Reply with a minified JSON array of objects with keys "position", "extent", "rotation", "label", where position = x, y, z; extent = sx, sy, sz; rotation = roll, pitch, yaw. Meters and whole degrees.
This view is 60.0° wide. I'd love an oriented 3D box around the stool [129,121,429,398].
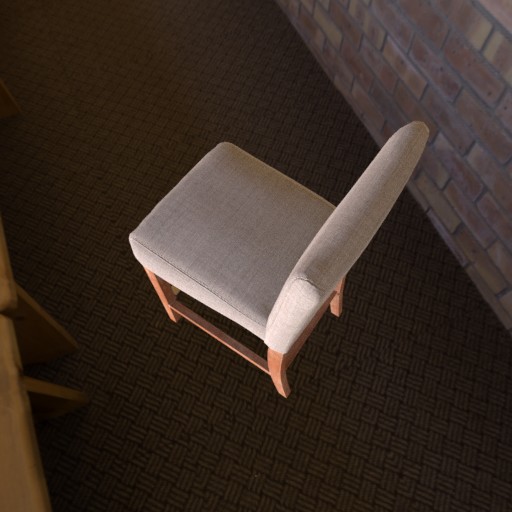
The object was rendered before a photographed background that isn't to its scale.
[{"position":[0.000,0.000,1.307],"extent":[0.567,1.039,0.454],"rotation":[32,68,15],"label":"stool"}]
